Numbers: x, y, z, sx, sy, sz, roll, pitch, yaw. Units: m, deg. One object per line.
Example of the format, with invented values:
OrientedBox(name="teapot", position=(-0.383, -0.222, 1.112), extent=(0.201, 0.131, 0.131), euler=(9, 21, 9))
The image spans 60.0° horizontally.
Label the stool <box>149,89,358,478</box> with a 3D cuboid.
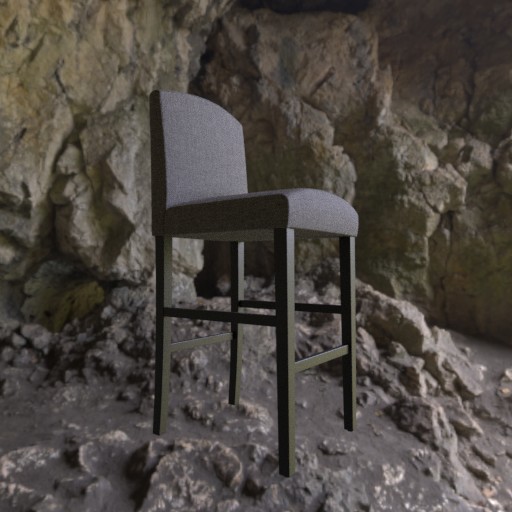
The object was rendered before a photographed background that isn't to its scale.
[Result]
OrientedBox(name="stool", position=(0.000, 0.000, 1.443), extent=(0.552, 1.138, 0.451), euler=(-1, -2, 36))
